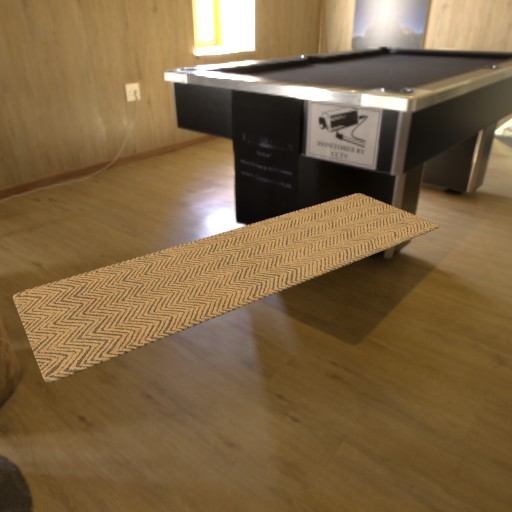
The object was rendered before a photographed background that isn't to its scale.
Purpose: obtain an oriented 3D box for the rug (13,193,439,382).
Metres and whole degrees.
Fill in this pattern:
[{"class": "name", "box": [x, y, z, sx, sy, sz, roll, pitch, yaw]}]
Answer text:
[{"class": "rug", "box": [0.000, 0.000, 2.384, 2.286, 0.008, 0.686, -19, 34, -30]}]
